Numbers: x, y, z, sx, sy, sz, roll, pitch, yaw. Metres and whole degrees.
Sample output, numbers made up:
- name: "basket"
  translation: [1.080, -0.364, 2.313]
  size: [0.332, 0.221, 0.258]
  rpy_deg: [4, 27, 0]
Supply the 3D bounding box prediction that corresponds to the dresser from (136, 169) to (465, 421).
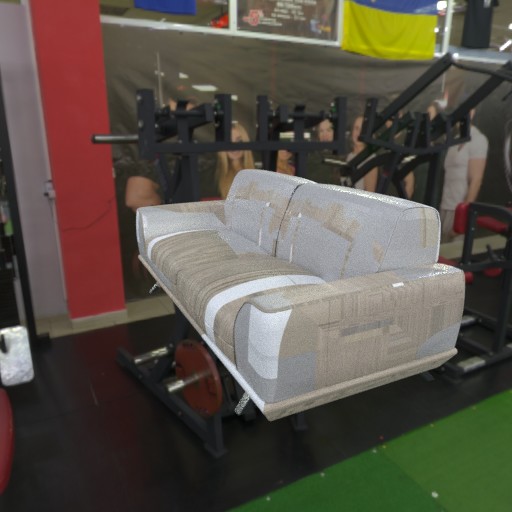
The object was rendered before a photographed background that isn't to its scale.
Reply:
- name: "dresser"
  translation: [0.000, 0.000, 5.780]
  size: [2.251, 1.863, 4.679]
  rpy_deg: [-8, 19, -25]
